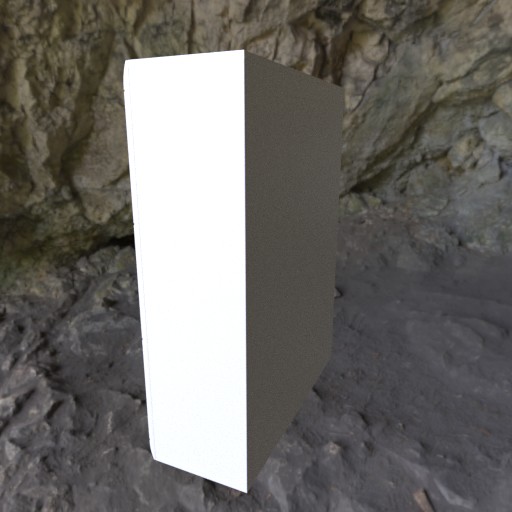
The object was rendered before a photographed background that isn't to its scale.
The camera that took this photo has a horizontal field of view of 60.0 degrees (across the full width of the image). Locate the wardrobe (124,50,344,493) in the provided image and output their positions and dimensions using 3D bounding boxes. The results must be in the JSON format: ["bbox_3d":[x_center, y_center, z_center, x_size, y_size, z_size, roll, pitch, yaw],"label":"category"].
[{"bbox_3d":[0.000,0.000,1.596,0.360,1.200,0.900,7,17,24],"label":"wardrobe"}]
